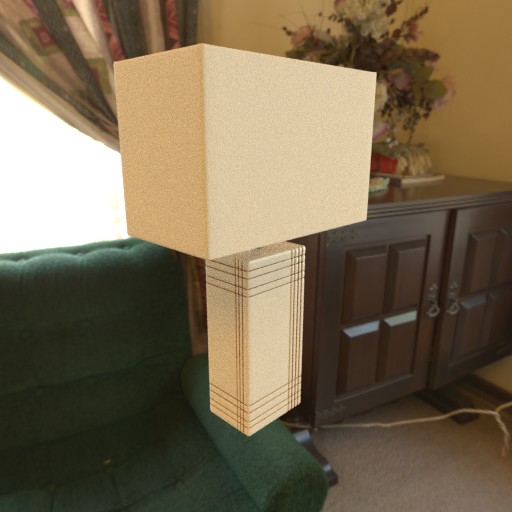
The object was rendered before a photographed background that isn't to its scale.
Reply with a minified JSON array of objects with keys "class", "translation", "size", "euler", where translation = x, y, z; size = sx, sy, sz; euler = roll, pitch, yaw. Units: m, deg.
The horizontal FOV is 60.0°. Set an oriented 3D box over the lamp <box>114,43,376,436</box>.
[{"class":"lamp","translation":[0.000,0.000,0.688],"size":[0.334,0.543,0.182],"euler":[-15,22,-43]}]
